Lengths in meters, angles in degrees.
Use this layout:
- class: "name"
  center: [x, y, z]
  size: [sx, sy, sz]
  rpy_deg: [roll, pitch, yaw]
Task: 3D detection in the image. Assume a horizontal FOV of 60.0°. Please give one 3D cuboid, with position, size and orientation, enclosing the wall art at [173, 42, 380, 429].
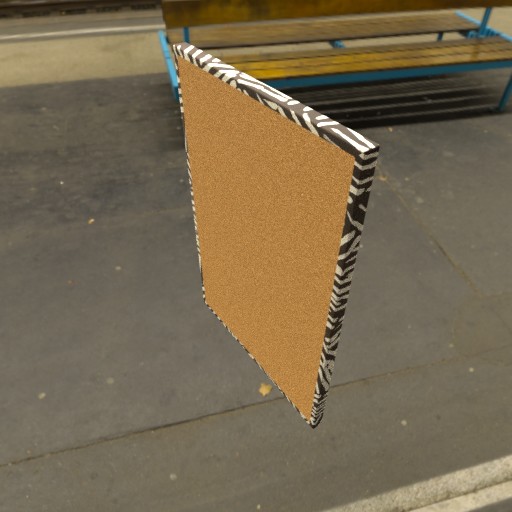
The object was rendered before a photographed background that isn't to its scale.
- class: "wall art"
  center: [0.000, 0.000, 1.181]
  size: [0.035, 0.918, 0.615]
  rpy_deg: [-27, 49, -26]
